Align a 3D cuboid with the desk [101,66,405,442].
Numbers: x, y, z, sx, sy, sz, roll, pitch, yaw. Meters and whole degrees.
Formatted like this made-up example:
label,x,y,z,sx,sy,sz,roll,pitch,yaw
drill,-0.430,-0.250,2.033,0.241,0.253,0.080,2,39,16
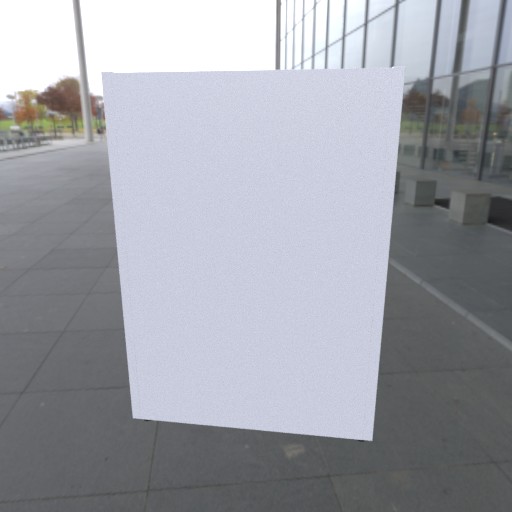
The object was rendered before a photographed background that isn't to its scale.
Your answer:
label,x,y,z,sx,sy,sz,roll,pitch,yaw
desk,0.000,0.000,1.577,0.850,1.190,0.390,2,17,8
